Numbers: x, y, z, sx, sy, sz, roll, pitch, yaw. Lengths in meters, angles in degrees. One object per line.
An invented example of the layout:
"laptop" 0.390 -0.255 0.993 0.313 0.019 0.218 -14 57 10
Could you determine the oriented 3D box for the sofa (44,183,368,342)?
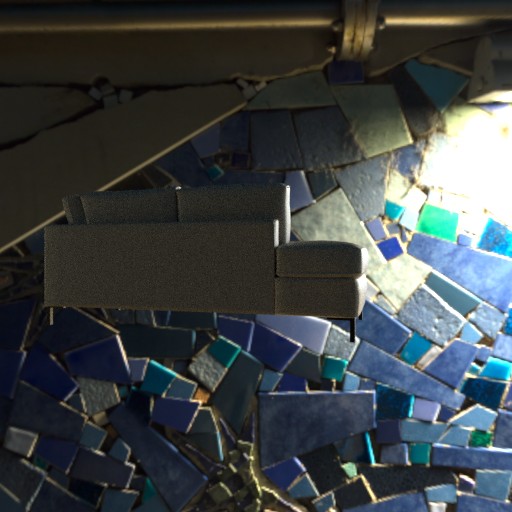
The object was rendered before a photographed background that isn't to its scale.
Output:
"sofa" 0.000 0.000 3.182 1.617 0.703 2.423 0 0 16
